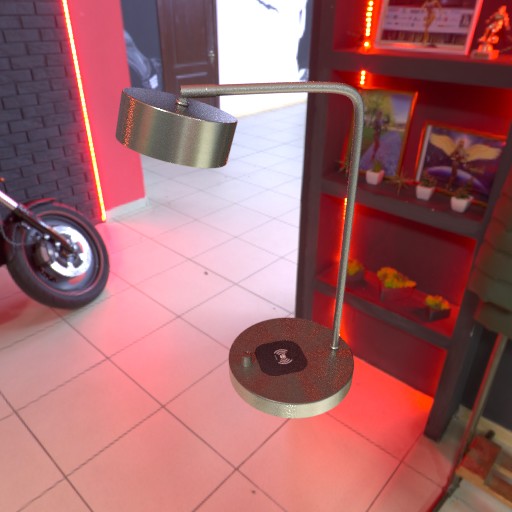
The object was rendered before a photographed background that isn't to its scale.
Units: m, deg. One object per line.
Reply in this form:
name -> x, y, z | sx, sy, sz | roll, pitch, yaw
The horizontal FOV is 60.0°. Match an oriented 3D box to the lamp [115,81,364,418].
lamp -> 0.000, 0.000, 0.636 | 0.334, 0.469, 0.211 | -8, 30, -13
